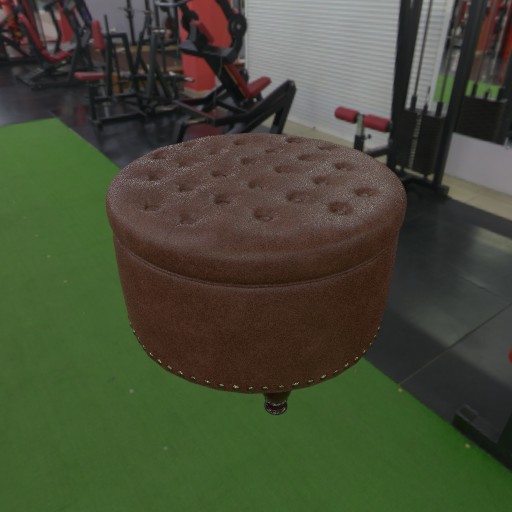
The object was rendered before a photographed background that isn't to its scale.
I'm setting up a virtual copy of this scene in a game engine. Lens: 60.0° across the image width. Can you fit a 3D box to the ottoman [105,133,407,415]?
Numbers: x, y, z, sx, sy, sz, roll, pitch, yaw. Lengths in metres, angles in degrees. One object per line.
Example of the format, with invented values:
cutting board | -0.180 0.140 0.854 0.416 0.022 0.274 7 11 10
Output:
ottoman | 0.000 0.000 1.070 0.637 0.442 0.637 0 32 0
